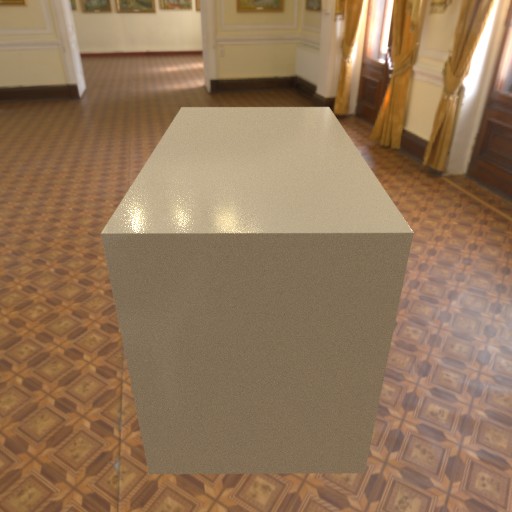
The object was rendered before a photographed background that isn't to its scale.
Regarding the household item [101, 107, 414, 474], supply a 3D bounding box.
[{"bbox_3d":[0.000,0.000,1.508,0.597,0.749,1.100,0,31,0],"label":"household item"}]
